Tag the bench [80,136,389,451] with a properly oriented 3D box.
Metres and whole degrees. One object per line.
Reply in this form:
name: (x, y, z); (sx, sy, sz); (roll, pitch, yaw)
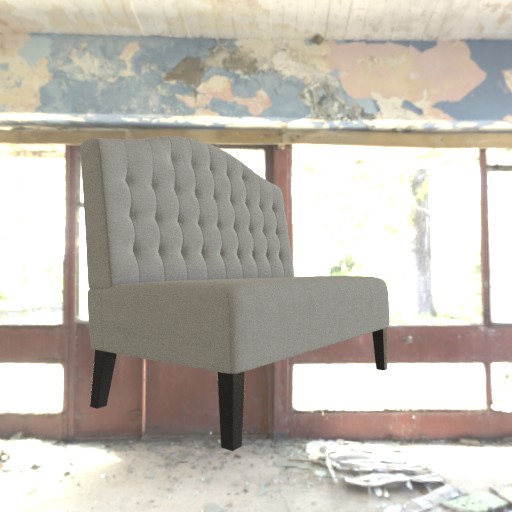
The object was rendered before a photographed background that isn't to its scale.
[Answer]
bench: (0.000, 0.000, 2.057); (0.815, 1.180, 1.335); (-1, -2, 36)
